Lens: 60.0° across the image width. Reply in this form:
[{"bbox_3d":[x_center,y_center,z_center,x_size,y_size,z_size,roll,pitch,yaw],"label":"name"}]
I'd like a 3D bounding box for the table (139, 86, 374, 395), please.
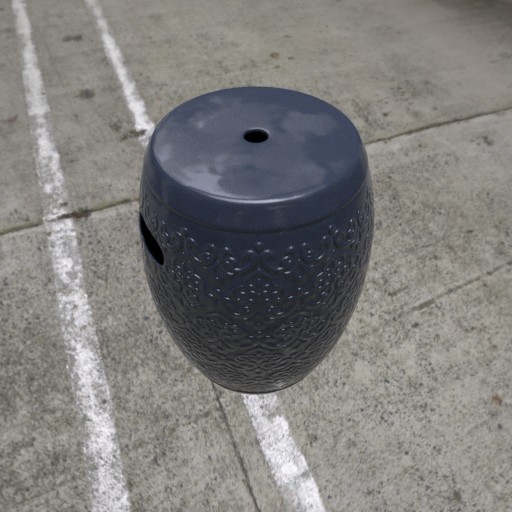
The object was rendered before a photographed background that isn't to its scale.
[{"bbox_3d":[0.000,0.000,0.633,0.309,0.397,0.309,0,48,0],"label":"table"}]
